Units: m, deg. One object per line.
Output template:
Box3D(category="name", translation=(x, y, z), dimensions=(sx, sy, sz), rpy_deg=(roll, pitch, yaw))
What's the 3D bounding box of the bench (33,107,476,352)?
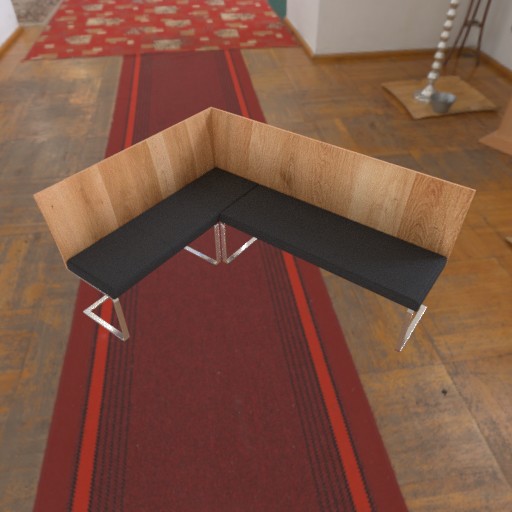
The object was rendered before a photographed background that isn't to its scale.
Box3D(category="bench", translation=(0.000, 0.000, 2.754), dimensions=(1.945, 0.930, 1.495), rpy_deg=(26, 47, 27))
